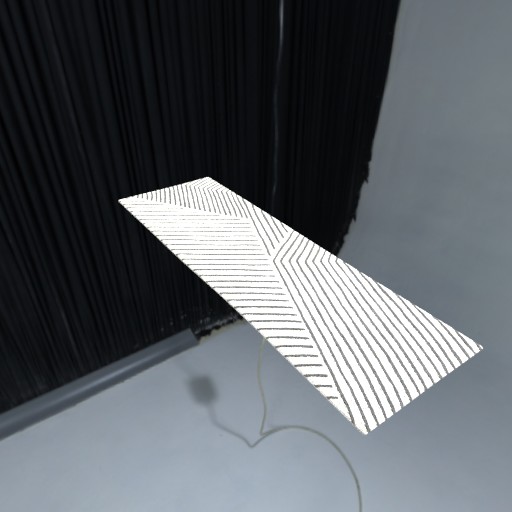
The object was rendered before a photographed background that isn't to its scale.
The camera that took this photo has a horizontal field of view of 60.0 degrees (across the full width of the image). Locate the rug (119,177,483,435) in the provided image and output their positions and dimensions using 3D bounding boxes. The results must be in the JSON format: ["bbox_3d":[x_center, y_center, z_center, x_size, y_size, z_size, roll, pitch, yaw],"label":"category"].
[{"bbox_3d":[0.000,0.000,2.635,0.773,0.020,2.439,-21,38,-29],"label":"rug"}]
